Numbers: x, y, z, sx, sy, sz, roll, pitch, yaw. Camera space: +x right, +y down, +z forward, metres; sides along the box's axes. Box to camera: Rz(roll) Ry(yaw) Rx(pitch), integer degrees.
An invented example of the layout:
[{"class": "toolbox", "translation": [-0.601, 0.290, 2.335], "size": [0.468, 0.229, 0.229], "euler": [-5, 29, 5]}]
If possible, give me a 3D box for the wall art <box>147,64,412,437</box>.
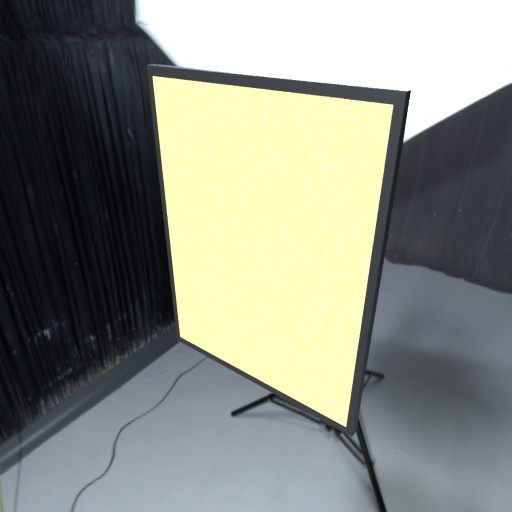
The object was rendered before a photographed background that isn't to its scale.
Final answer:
[{"class": "wall art", "translation": [0.000, 0.000, 1.348], "size": [0.774, 1.027, 0.030], "euler": [20, 35, 31]}]
